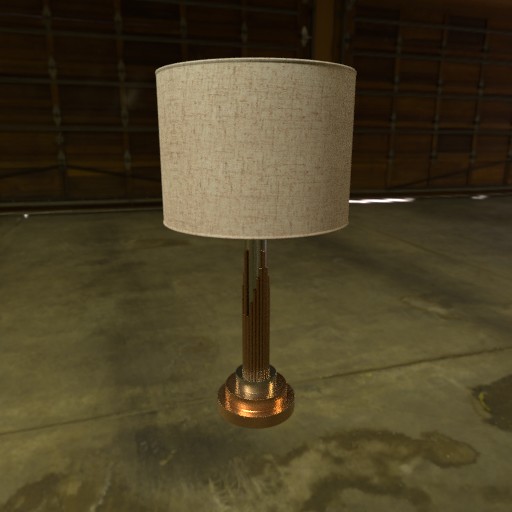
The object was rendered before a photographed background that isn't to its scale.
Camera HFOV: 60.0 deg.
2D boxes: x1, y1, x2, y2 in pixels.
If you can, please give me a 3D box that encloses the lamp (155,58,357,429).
[{"bbox_3d":[0.000,0.000,0.801,0.321,0.610,0.321,8,17,27],"label":"lamp"}]
